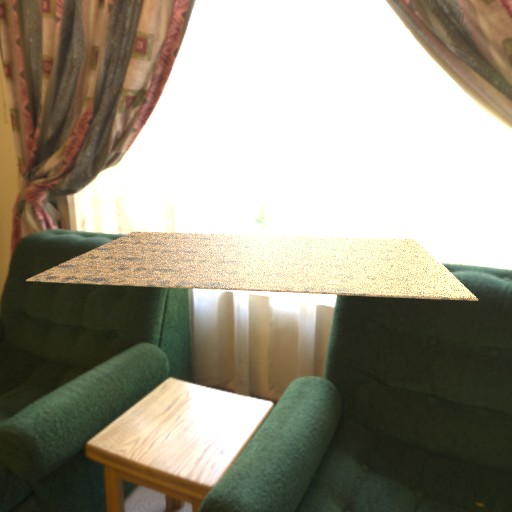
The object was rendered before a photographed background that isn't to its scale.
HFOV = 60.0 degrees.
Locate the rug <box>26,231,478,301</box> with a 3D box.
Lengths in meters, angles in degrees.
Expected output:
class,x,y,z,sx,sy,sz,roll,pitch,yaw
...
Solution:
class,x,y,z,sx,sy,sz,roll,pitch,yaw
rug,0.000,0.000,2.090,1.652,0.006,1.035,2,14,8
